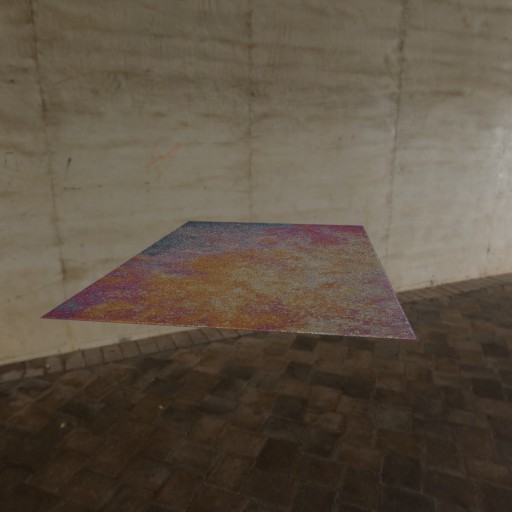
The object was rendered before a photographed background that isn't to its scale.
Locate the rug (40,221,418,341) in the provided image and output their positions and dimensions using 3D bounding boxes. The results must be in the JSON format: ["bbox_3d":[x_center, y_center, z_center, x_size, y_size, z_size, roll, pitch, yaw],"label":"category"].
[{"bbox_3d":[0.000,0.000,3.685,2.007,0.013,2.896,2,15,8],"label":"rug"}]
